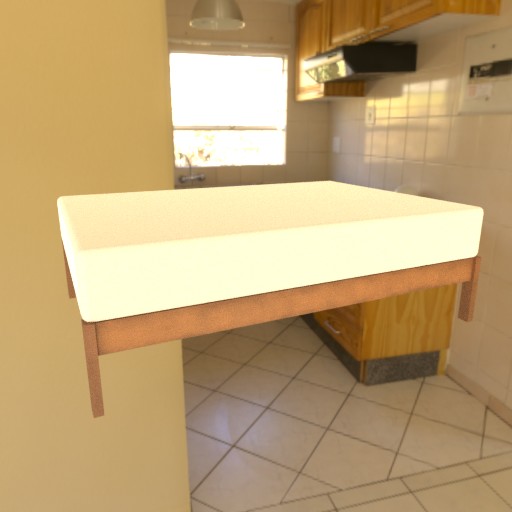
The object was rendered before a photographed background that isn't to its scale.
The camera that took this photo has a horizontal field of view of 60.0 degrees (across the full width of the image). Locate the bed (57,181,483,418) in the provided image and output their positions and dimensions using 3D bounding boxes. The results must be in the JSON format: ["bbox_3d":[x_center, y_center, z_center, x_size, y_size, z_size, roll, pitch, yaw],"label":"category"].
[{"bbox_3d":[0.000,0.000,2.477,1.927,0.616,1.348,-7,18,-25],"label":"bed"}]
